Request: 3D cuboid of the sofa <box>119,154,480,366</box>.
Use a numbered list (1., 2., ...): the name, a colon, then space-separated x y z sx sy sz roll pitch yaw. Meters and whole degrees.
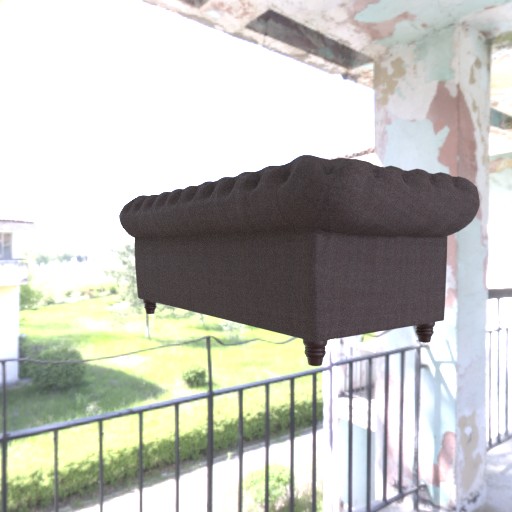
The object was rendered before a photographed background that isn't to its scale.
1. sofa: 0.000 0.000 2.460 0.944 0.780 2.048 -1 1 -36
